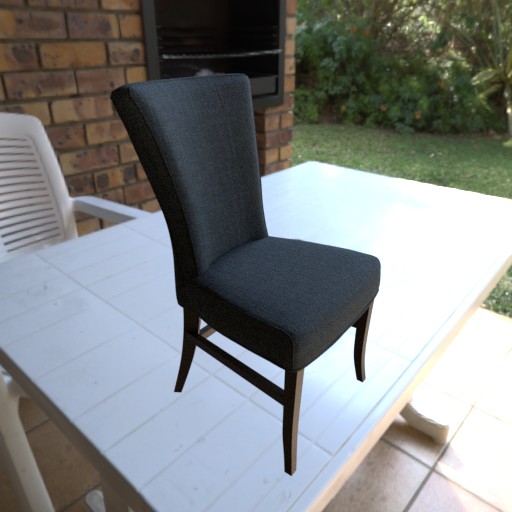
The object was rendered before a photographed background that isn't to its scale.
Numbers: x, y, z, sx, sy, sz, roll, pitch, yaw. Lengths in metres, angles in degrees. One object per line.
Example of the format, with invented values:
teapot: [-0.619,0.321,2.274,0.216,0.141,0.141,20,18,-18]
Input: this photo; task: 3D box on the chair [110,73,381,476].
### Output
chair: [0.000,0.000,1.353,0.660,0.991,0.520,18,32,32]
